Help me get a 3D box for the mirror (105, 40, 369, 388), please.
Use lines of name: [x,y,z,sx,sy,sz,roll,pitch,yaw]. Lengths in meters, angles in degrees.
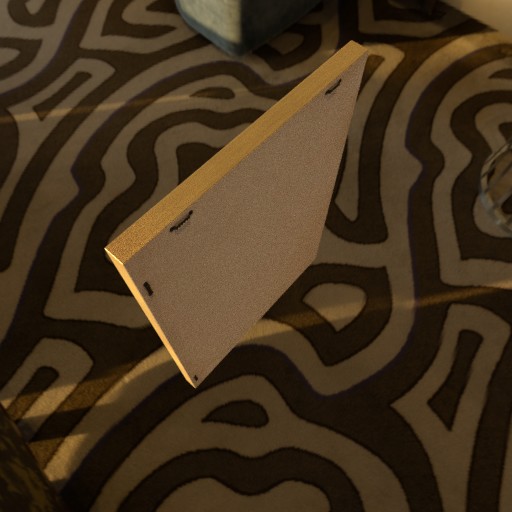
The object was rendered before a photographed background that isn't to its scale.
mirror: [0.000,0.000,0.928,0.039,0.710,0.507,38,68,18]
